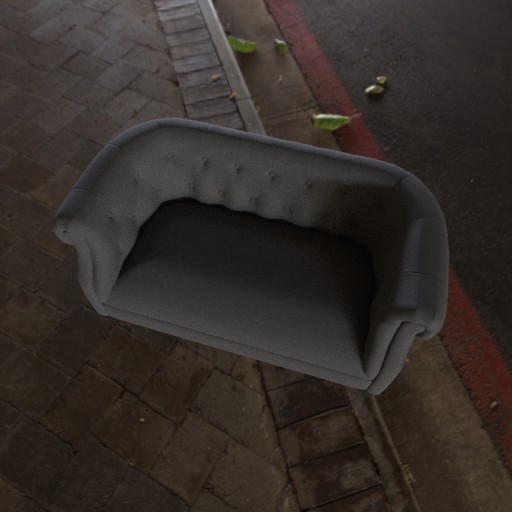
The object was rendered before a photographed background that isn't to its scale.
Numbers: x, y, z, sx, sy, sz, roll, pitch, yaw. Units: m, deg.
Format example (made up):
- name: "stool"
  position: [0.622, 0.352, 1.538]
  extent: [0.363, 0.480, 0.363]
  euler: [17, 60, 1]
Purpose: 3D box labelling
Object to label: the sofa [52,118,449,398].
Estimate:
- name: "sofa"
  position: [0.000, 0.000, 2.096]
  extent: [1.558, 0.827, 0.835]
  euler: [14, 60, 8]
